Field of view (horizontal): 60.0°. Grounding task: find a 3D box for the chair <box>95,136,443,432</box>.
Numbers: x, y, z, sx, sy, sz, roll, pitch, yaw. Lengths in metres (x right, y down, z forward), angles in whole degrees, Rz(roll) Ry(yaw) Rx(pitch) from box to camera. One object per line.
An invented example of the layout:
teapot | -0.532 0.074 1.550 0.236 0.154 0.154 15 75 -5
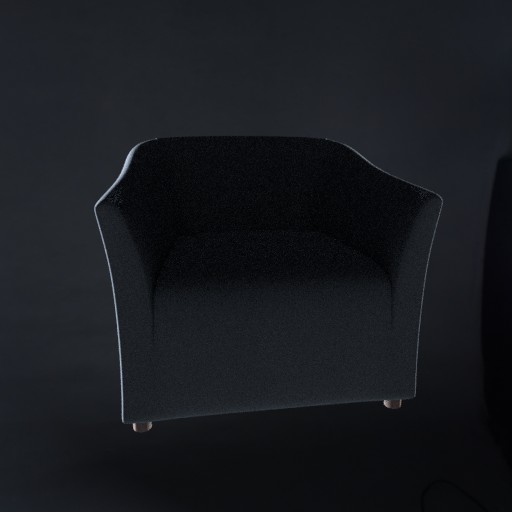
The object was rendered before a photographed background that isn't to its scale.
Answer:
chair | 0.000 0.000 1.356 0.790 0.720 0.700 -2 14 -8
